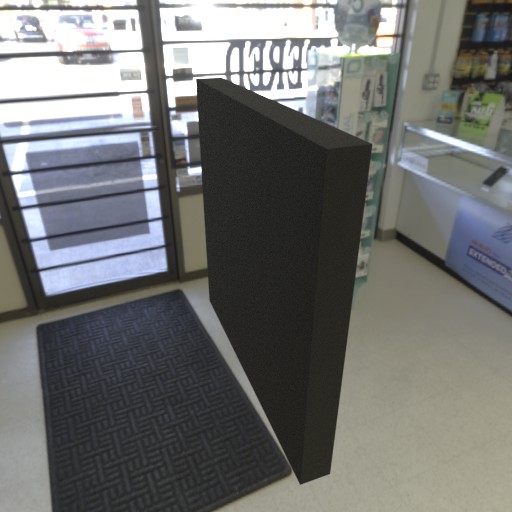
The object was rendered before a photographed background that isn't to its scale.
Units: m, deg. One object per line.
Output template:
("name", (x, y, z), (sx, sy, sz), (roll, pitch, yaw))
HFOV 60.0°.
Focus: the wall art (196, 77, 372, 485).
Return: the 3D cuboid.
("wall art", (0.000, 0.000, 0.455), (0.030, 0.305, 0.308), (-10, 31, -18))
